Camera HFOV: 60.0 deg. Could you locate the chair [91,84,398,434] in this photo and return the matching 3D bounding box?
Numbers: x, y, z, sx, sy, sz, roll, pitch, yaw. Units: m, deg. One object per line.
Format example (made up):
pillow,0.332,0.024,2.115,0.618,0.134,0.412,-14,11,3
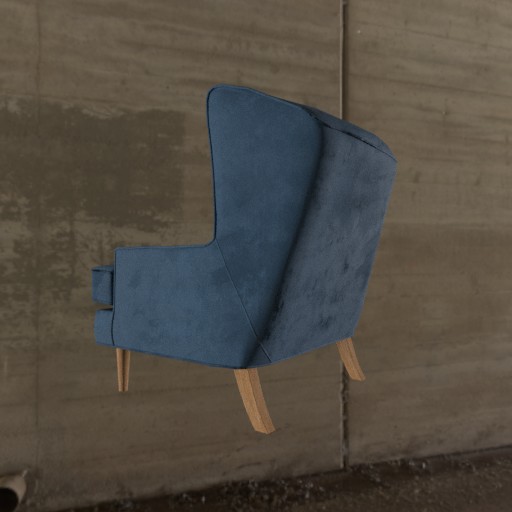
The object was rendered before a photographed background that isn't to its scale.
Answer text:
chair,0.000,0.000,1.618,0.910,0.952,0.793,0,0,36
